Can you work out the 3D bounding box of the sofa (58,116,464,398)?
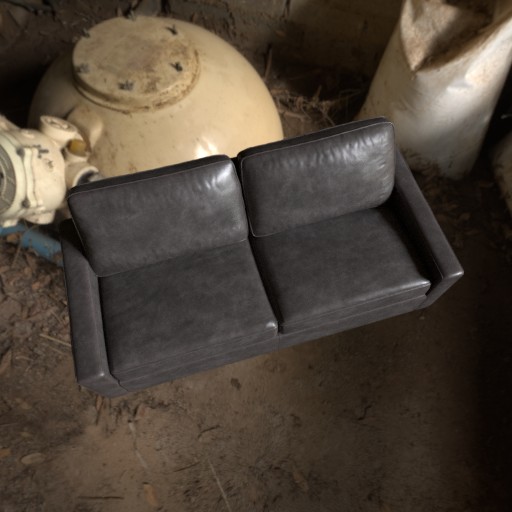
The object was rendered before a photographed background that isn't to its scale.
[{"bbox_3d":[0.000,0.000,2.523,2.081,0.916,0.939,-15,66,-7],"label":"sofa"}]
